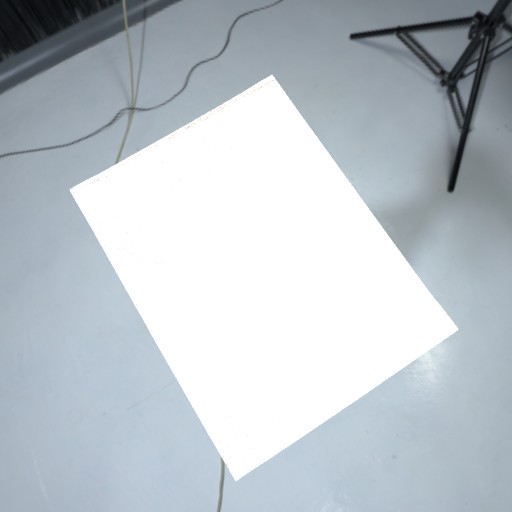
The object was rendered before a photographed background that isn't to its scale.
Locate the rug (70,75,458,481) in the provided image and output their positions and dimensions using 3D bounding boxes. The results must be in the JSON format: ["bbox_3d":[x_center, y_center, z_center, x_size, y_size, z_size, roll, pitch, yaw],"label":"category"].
[{"bbox_3d":[0.000,0.000,5.046,2.873,0.053,3.778,-31,78,-7],"label":"rug"}]
